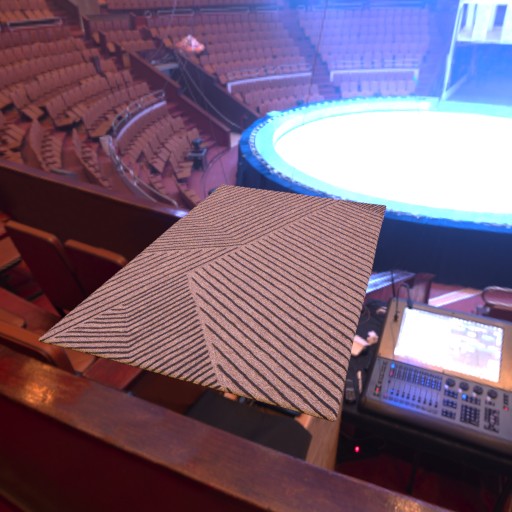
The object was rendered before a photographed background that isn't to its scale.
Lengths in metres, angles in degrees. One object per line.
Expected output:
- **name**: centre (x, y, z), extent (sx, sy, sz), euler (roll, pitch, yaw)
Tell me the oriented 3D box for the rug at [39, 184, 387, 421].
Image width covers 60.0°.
- **rug**: centre (0.000, 0.000, 3.037), extent (1.539, 0.023, 2.406), euler (10, 31, 17)
